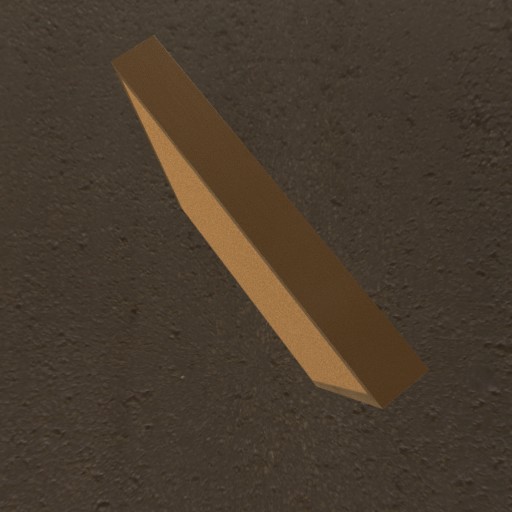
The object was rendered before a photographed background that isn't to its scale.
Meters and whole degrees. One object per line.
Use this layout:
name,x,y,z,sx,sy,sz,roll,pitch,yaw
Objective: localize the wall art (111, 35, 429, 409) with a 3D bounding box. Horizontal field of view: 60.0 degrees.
wall art,0.000,0.000,0.447,0.038,0.303,0.305,-36,79,-8
